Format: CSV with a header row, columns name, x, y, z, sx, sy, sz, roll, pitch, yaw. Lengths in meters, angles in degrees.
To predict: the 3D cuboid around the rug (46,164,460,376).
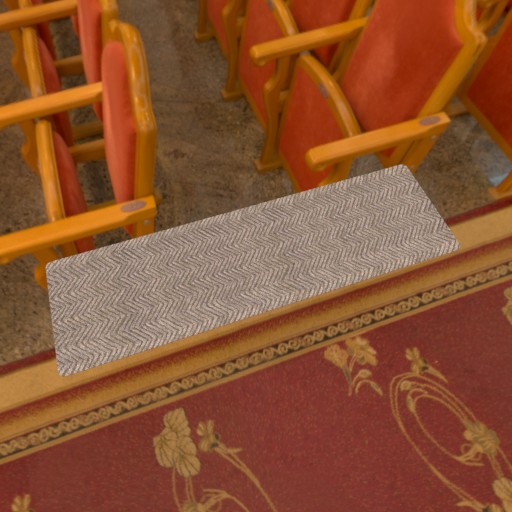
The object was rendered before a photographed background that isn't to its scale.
name,x,y,z,sx,sy,sz,roll,pitch,yaw
rug,0.000,0.000,2.534,2.286,0.008,0.686,-17,61,-10
